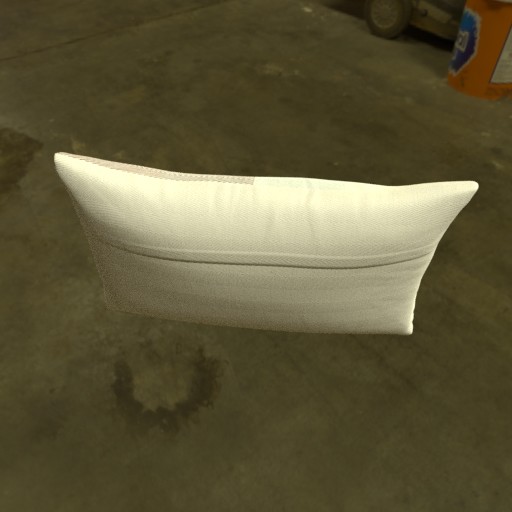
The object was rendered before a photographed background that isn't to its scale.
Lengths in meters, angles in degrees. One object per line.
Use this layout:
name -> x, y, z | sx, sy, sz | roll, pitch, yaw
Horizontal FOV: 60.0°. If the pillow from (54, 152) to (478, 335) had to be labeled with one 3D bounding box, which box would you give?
pillow -> 0.000, 0.000, 0.624 | 0.506, 0.305, 0.139 | 4, 47, 4
